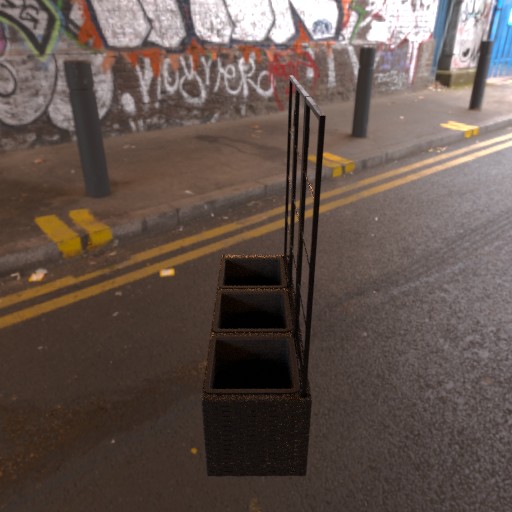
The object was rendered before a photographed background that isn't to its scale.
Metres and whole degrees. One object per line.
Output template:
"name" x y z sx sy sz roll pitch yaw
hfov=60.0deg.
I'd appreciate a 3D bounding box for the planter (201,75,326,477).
"planter" 0.000 0.000 1.188 0.244 0.841 0.698 0 27 0
